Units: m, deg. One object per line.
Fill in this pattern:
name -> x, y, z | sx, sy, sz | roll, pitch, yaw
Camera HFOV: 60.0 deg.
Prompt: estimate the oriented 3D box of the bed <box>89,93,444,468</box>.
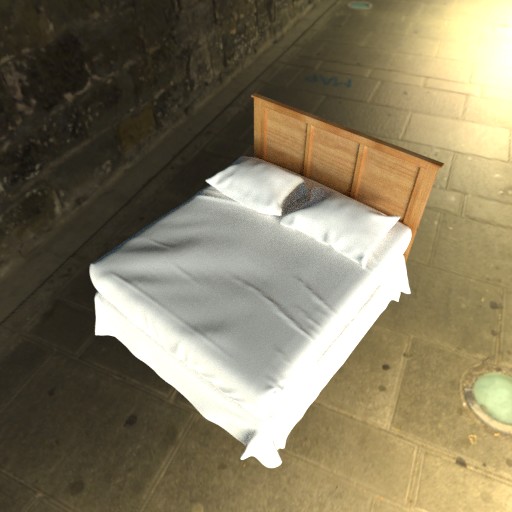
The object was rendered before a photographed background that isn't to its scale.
bed -> 0.000, 0.000, 3.263 | 1.870, 1.273, 2.035 | 30, 53, 26
